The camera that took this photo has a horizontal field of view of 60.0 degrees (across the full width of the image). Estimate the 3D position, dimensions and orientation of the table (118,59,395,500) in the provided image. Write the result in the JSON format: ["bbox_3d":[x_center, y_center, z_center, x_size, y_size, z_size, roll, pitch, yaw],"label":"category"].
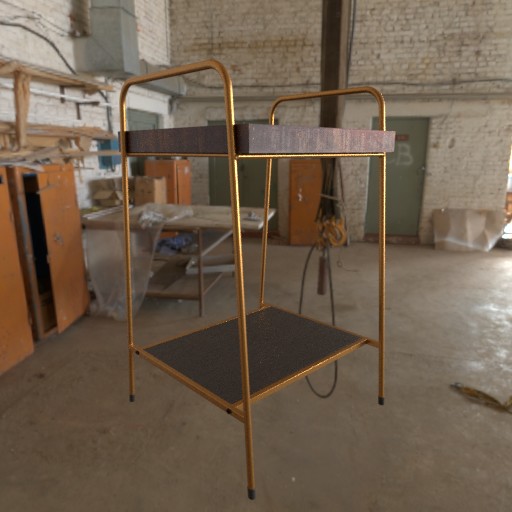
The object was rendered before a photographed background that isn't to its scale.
[{"bbox_3d":[0.000,0.000,0.964,0.430,0.710,0.430,-13,18,-42],"label":"table"}]
